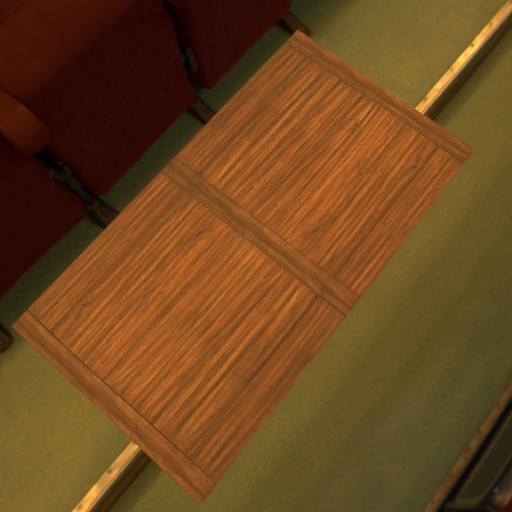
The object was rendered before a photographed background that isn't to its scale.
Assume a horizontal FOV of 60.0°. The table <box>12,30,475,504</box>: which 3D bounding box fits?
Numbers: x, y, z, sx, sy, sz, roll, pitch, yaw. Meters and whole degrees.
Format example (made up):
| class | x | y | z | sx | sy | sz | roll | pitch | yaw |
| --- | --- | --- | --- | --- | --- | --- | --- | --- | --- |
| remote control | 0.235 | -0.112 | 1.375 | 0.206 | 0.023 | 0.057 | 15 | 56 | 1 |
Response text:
| class | x | y | z | sx | sy | sz | roll | pitch | yaw |
| --- | --- | --- | --- | --- | --- | --- | --- | --- | --- |
| table | 0.000 | 0.000 | 2.374 | 1.071 | 0.793 | 1.966 | 39 | 78 | 10 |
